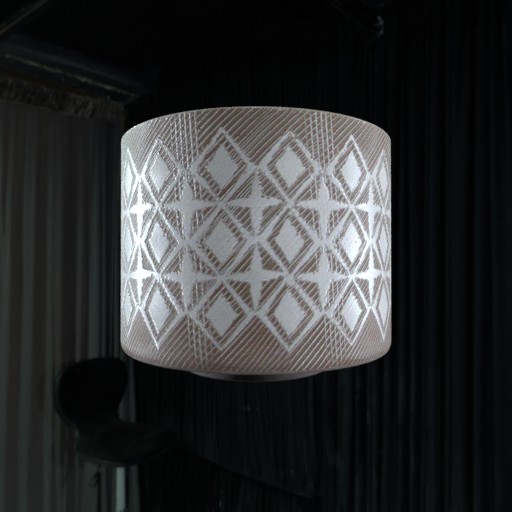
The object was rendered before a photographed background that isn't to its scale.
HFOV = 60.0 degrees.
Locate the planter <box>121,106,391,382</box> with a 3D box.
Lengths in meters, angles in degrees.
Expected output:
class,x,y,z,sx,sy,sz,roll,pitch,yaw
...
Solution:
class,x,y,z,sx,sy,sz,roll,pitch,yaw
planter,0.000,0.000,0.217,0.126,0.104,0.126,0,0,0
